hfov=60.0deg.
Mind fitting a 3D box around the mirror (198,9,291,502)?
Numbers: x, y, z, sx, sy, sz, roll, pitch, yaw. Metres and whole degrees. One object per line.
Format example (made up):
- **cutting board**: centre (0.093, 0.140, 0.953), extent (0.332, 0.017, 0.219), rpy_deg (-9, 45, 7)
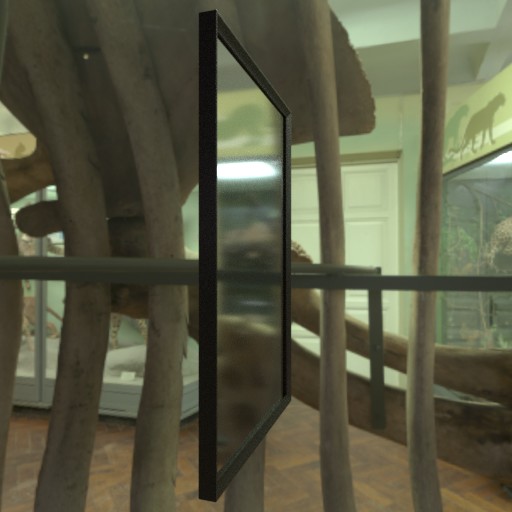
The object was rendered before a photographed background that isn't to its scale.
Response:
- **mirror**: centre (0.000, 0.000, 1.118), extent (0.041, 0.915, 0.609), rpy_deg (0, 0, 18)
